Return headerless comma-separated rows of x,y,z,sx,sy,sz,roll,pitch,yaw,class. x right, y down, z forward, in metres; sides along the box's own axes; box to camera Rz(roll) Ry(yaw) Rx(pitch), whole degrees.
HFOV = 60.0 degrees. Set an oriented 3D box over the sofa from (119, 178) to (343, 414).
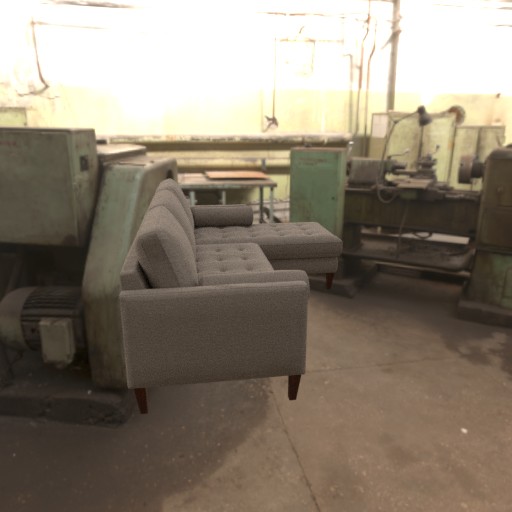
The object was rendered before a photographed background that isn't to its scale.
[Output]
0.000,0.000,3.045,1.506,0.875,2.178,-2,17,-8,sofa
